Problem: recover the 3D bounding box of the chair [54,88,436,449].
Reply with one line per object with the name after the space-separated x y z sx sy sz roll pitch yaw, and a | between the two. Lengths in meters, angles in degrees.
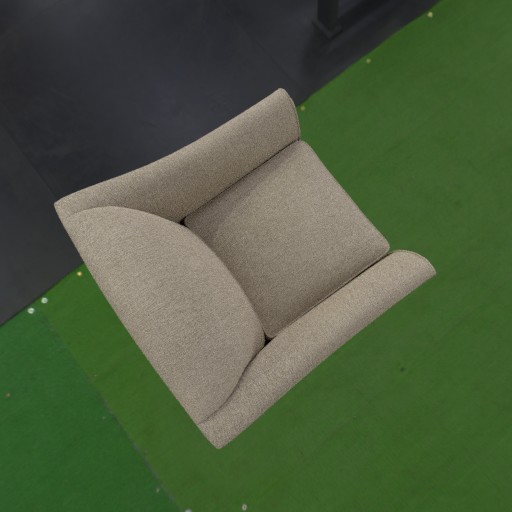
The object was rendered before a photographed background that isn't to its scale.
0.000 0.000 1.431 0.787 0.839 0.763 -36 80 -8 | chair
